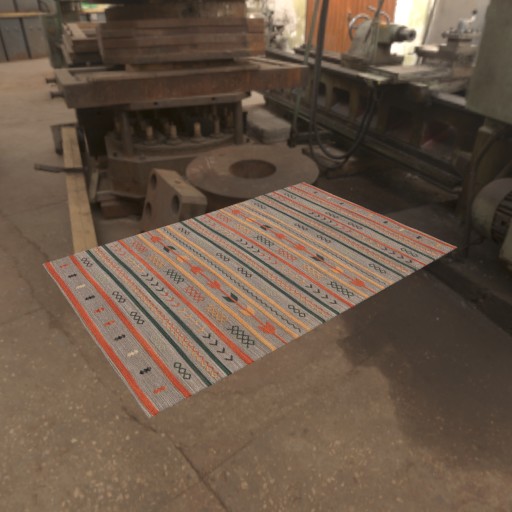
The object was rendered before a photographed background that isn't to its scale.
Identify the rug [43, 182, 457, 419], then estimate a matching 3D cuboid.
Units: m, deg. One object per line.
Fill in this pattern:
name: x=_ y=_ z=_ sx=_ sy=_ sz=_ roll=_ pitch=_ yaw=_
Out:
rug: x=0.000 y=0.000 z=2.340 sx=1.835 sy=0.017 sz=1.220 roll=-22 pitch=37 yaw=-32
